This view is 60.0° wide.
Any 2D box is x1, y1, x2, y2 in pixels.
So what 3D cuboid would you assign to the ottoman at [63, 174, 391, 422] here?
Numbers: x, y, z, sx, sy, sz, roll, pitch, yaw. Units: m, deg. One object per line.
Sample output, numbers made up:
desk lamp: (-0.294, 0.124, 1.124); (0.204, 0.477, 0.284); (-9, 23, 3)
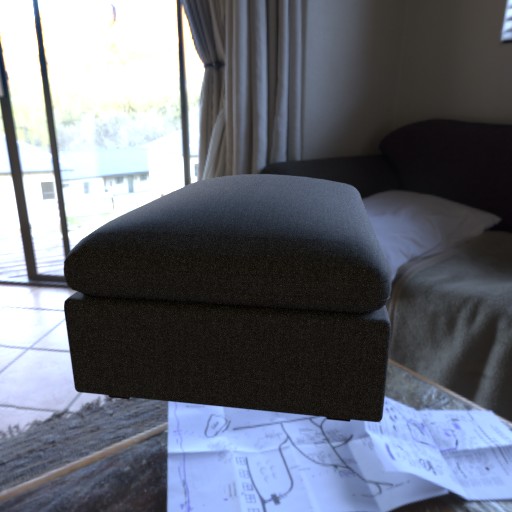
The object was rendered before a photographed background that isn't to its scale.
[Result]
ottoman: (0.000, 0.000, 1.422); (0.711, 0.483, 1.041); (3, 17, 9)
